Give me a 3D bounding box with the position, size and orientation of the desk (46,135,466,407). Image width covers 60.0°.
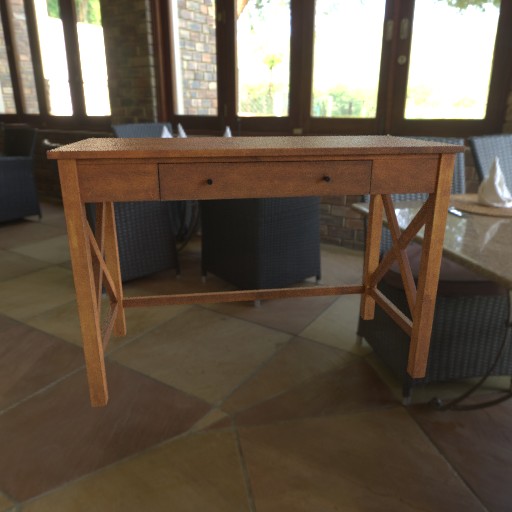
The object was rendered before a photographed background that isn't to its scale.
[{"bbox_3d":[0.000,0.000,1.523,1.117,0.762,0.508,-3,19,-8],"label":"desk"}]
